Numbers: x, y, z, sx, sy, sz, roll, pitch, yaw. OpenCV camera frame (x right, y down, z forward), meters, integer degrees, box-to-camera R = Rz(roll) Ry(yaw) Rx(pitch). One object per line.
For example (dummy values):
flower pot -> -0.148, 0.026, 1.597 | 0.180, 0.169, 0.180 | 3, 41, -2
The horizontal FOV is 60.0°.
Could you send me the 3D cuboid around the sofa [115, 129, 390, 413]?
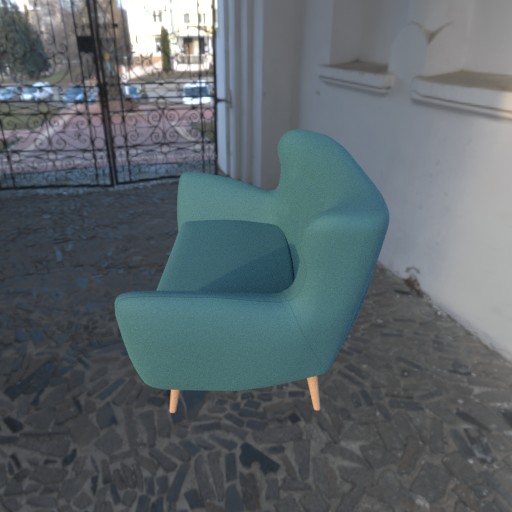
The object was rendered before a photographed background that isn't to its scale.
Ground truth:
sofa -> 0.000, 0.000, 1.999 | 0.889, 0.889, 1.397 | 0, 26, 0
